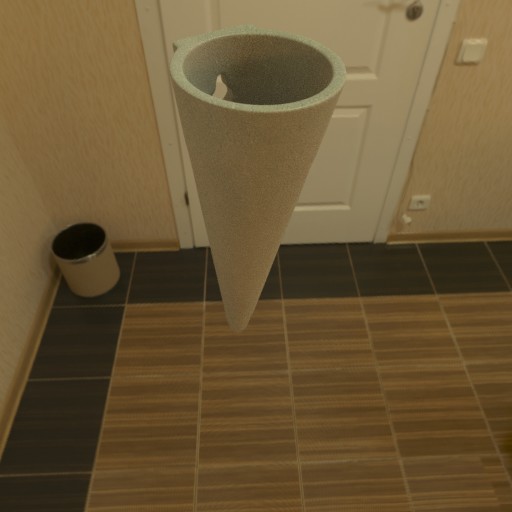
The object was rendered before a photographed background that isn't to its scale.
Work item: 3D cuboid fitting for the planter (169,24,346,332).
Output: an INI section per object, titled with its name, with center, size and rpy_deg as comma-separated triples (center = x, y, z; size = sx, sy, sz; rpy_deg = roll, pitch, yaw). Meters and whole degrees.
[planter]
center = 0.000, 0.000, 0.219
size = 0.057, 0.191, 0.064
rpy_deg = -24, 52, -21
